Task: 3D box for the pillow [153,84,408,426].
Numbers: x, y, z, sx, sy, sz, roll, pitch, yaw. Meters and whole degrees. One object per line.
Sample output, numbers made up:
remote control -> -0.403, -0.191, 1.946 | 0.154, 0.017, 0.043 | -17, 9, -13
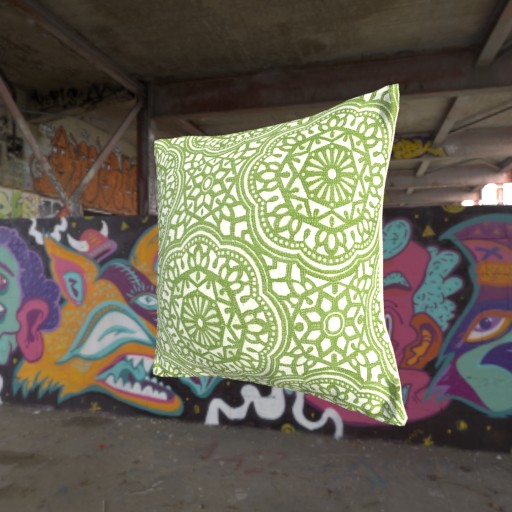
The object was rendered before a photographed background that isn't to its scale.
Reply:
pillow -> 0.000, 0.000, 0.663 | 0.440, 0.419, 0.162 | -1, -2, 35
